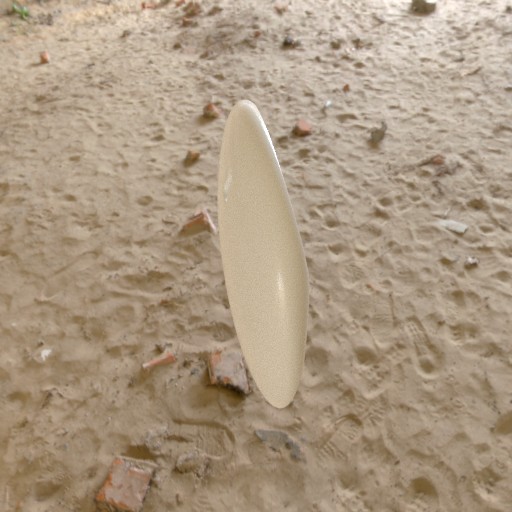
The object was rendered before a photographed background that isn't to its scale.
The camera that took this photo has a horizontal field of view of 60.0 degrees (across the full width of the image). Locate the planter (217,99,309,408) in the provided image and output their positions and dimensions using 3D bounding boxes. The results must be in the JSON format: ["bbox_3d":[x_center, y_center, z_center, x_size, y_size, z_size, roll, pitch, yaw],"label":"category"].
[{"bbox_3d":[0.000,0.000,0.284,0.043,0.188,0.185,-8,46,-8],"label":"planter"}]
